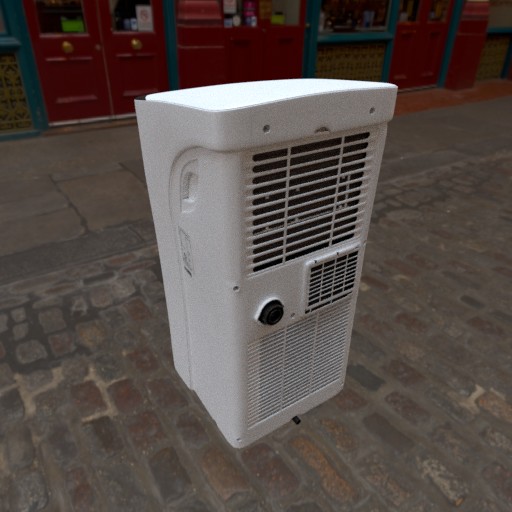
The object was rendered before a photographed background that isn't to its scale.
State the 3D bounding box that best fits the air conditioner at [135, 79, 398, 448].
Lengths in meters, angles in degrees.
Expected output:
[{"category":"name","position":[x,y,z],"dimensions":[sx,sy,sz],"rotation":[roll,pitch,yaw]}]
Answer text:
[{"category":"air conditioner","position":[0.000,0.000,0.936],"dimensions":[0.352,0.716,0.369],"rotation":[-18,35,-29]}]
